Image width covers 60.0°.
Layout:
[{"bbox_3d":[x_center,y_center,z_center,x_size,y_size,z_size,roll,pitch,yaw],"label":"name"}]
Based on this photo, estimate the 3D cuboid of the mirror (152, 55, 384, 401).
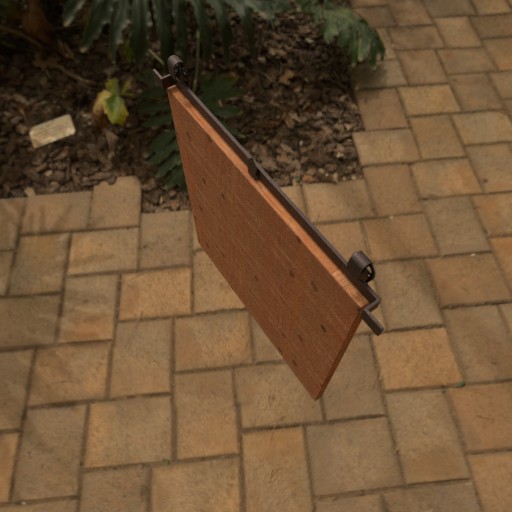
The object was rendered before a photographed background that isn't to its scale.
[{"bbox_3d":[0.000,0.000,1.195,0.054,0.800,0.805,-30,64,-17],"label":"mirror"}]
